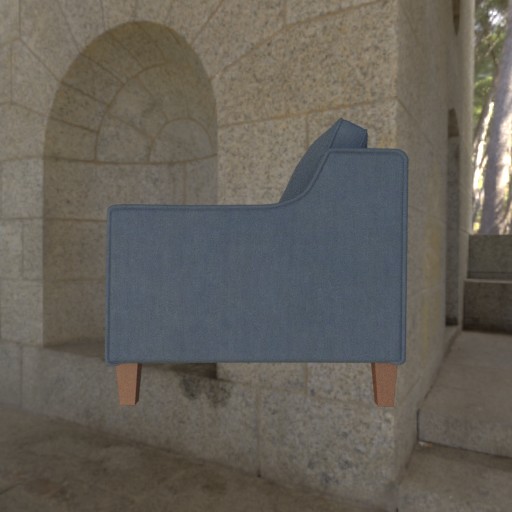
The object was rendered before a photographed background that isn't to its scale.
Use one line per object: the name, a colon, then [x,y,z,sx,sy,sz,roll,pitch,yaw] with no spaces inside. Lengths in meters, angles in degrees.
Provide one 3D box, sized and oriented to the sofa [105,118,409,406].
sofa: [0.000,0.000,2.157,0.987,0.971,1.501,0,1,1]
